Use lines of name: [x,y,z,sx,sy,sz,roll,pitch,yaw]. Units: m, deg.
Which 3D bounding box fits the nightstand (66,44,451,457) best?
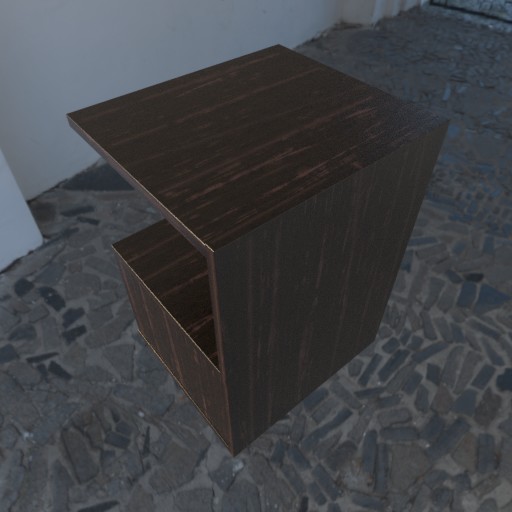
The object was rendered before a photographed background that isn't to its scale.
nightstand: [0.000,0.000,0.815,0.400,0.559,0.356,-31,53,-26]
